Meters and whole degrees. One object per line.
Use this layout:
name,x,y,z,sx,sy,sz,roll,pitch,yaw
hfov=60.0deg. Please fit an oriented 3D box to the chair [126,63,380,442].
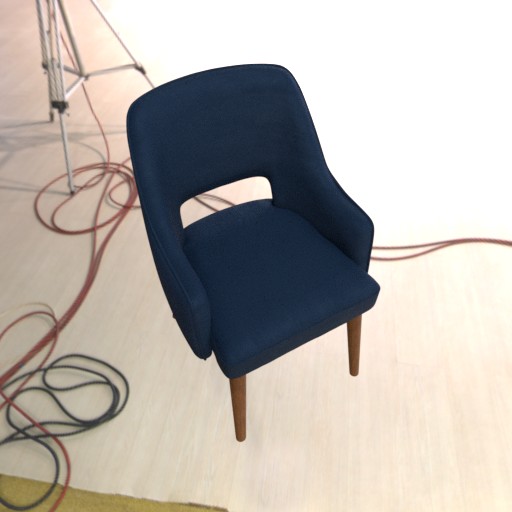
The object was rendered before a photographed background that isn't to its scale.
chair,0.000,0.000,1.251,0.559,0.844,0.591,-23,51,-20
